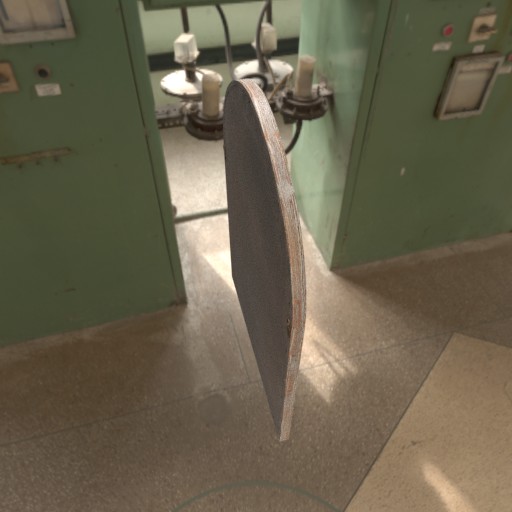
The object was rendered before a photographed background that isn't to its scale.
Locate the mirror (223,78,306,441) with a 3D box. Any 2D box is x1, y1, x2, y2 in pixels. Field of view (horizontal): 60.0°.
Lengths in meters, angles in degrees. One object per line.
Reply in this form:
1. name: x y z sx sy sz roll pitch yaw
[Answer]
1. mirror: 0.000 0.000 1.193 0.032 0.920 0.660 -11 48 -10
